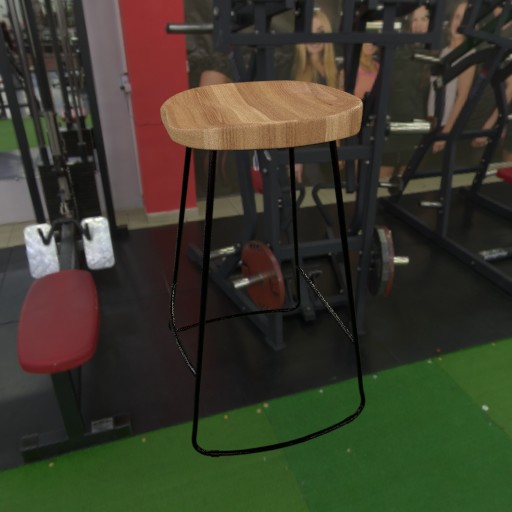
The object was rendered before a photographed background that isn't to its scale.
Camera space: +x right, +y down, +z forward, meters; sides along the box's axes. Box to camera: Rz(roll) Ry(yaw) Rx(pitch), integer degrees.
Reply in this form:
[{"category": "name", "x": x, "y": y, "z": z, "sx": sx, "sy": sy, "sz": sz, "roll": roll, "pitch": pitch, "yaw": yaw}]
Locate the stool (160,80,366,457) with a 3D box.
[{"category": "stool", "x": 0.000, "y": 0.000, "z": 0.979, "sx": 0.401, "sy": 0.679, "sz": 0.480, "roll": -8, "pitch": 30, "yaw": -15}]
